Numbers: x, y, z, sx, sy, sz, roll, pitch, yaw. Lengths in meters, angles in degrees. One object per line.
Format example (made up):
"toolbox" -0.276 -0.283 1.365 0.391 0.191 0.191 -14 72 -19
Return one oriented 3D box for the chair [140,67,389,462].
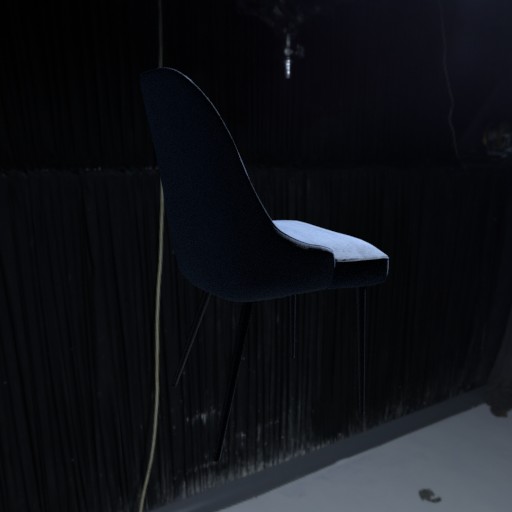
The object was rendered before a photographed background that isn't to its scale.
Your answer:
"chair" 0.000 0.000 1.205 0.559 0.896 0.478 -7 16 -25
